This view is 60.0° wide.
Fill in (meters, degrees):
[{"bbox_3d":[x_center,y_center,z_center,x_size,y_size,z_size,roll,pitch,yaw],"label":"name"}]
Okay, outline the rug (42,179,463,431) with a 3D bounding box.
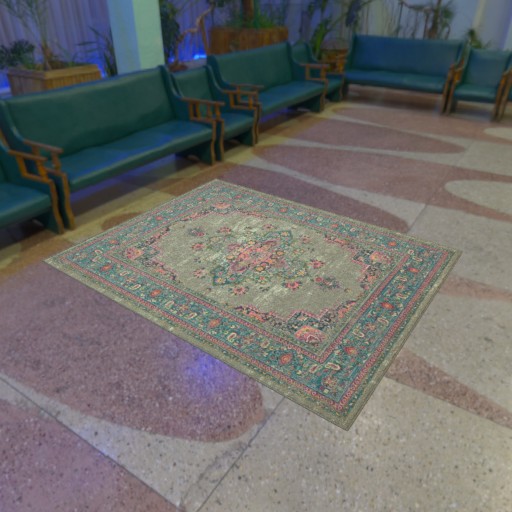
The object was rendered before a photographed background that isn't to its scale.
[{"bbox_3d":[0.000,0.000,4.099,3.057,0.013,2.434,21,37,30],"label":"rug"}]
